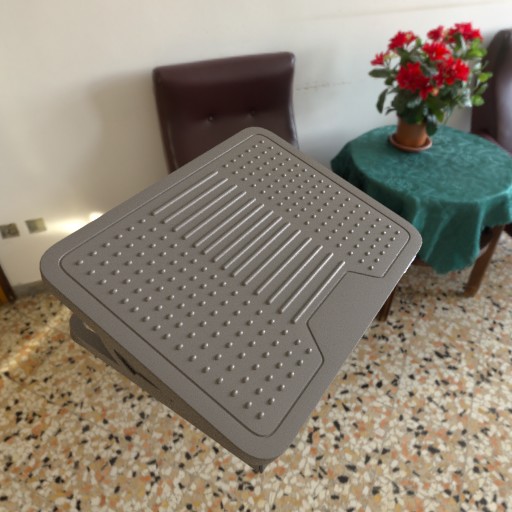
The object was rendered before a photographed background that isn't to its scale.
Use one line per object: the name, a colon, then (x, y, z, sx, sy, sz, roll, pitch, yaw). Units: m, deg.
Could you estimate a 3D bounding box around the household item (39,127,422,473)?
household item: (0.000, 0.000, 0.530, 0.301, 0.126, 0.390, 25, 46, 26)
